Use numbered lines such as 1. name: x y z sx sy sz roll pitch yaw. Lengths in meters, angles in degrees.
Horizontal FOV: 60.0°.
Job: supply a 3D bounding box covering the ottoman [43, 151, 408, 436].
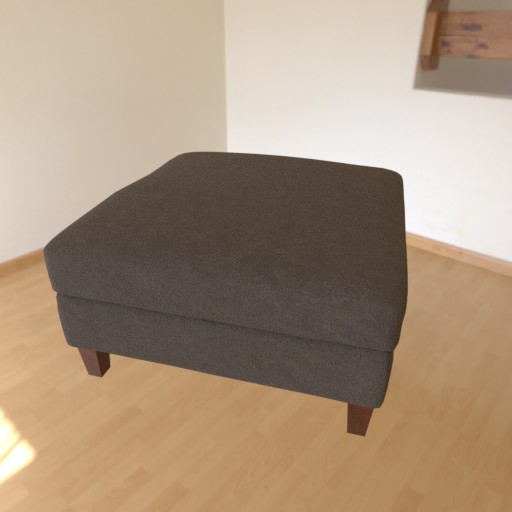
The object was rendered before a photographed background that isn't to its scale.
1. ottoman: 0.000 0.000 1.409 0.861 0.482 0.881 8 30 14
